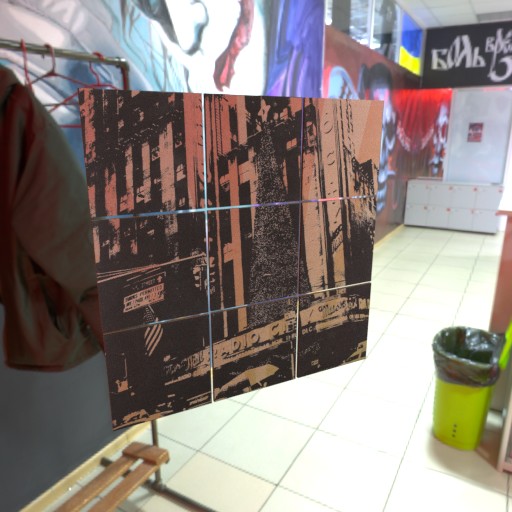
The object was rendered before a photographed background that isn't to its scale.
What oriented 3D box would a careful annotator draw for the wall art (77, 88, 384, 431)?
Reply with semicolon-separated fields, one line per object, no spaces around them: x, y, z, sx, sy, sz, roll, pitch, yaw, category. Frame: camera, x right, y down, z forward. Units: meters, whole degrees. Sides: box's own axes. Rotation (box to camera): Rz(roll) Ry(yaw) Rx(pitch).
0.000;0.000;2.227;1.527;1.521;0.017;-8;17;-26;wall art
